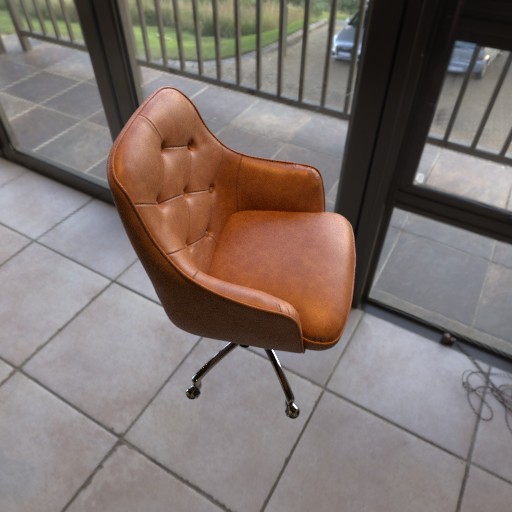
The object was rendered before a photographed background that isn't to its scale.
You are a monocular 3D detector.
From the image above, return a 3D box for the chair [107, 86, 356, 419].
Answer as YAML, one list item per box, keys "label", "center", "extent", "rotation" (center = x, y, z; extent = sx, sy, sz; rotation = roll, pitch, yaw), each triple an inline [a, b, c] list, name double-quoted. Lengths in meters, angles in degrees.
- label: "chair"
  center: [0.000, 0.000, 1.358]
  extent: [0.615, 0.909, 0.628]
  rotation: [9, 47, 8]
